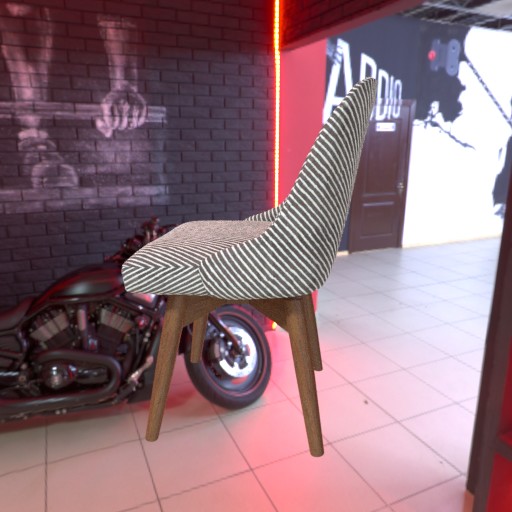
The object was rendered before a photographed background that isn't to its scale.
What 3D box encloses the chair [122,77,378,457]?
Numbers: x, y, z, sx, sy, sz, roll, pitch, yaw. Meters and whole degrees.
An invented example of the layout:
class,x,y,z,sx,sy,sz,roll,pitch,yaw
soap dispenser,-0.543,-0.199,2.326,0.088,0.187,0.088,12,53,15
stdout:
class,x,y,z,sx,sy,sz,roll,pitch,yaw
chair,0.000,0.000,1.214,0.591,0.883,0.504,2,14,8
